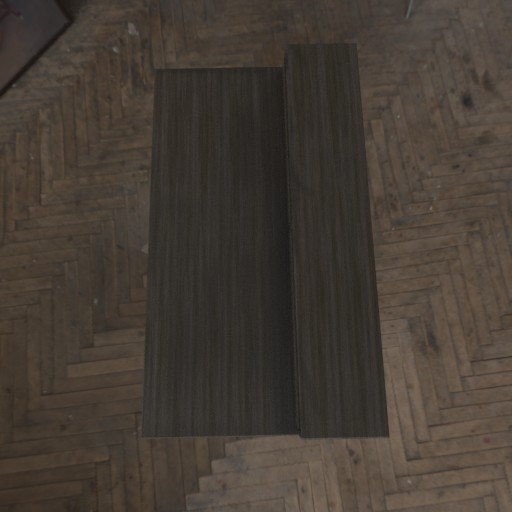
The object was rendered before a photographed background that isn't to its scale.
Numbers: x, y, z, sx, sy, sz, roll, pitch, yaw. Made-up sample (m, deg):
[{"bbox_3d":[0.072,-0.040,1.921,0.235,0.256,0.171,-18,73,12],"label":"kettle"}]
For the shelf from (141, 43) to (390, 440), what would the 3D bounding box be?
[{"bbox_3d":[0.000,0.000,1.715,0.685,0.865,1.212,-1,77,0],"label":"shelf"}]
